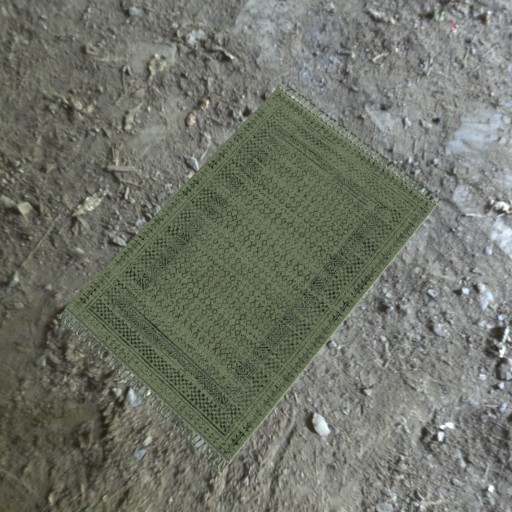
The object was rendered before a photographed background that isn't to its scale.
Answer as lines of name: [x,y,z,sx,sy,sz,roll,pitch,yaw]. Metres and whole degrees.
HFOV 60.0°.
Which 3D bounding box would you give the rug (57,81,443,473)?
rug: [0.000,0.000,3.169,1.548,0.013,2.486,40,79,9]
